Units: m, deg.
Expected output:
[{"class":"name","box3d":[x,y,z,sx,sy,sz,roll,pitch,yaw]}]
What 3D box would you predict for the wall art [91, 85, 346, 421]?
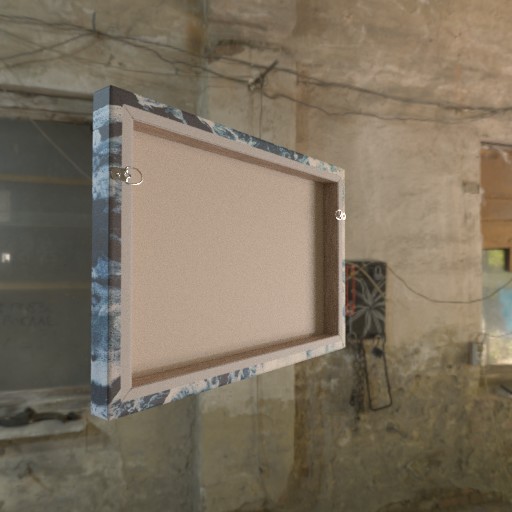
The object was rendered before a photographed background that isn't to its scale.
[{"class":"wall art","box3d":[0.000,0.000,0.781,0.043,0.407,0.609,-1,-2,39]}]
